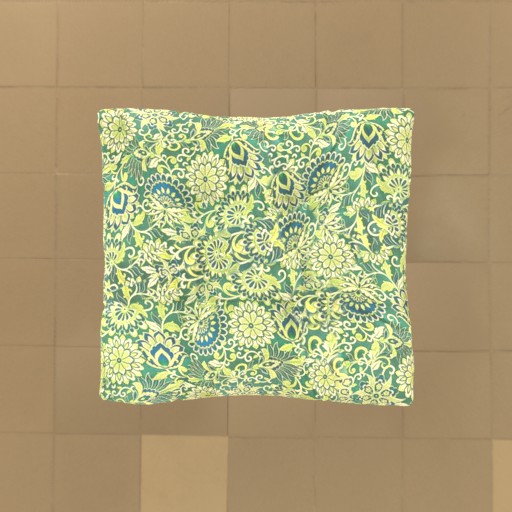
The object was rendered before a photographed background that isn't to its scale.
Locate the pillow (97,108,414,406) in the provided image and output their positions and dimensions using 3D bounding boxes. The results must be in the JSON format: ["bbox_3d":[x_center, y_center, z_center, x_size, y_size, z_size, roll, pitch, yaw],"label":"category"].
[{"bbox_3d":[0.000,0.000,0.712,0.490,0.128,0.468,0,89,1],"label":"pillow"}]
